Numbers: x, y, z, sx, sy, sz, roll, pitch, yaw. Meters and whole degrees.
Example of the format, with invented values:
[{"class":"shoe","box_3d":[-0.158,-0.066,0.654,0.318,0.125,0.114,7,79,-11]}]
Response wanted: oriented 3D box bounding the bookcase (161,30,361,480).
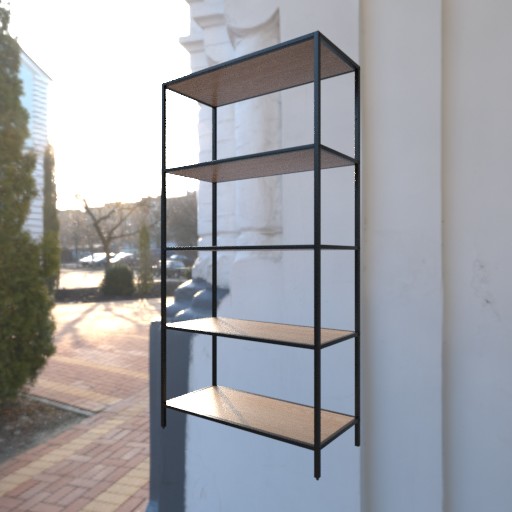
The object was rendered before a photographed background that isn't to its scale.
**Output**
[{"class":"bookcase","box_3d":[0.000,0.000,1.840,0.770,1.500,0.350,0,0,36]}]
